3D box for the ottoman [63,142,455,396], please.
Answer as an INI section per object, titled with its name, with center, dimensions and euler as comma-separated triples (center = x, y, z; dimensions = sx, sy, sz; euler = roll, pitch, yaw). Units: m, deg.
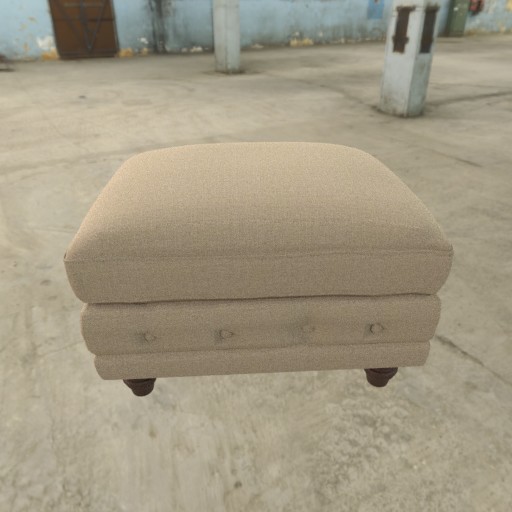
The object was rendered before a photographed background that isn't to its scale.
[ottoman]
center = 0.000, 0.000, 1.038
dimensions = 0.684, 0.463, 0.541
euler = -1, 29, -3
